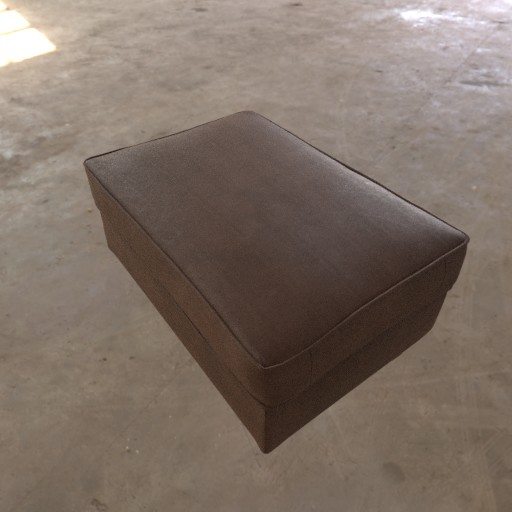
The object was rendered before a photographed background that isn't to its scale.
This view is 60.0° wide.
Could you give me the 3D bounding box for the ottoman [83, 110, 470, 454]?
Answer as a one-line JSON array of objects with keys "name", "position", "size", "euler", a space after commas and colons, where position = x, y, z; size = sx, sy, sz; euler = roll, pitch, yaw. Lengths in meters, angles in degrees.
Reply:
[{"name": "ottoman", "position": [0.000, 0.000, 1.215], "size": [0.596, 0.481, 0.860], "euler": [-26, 48, -26]}]
